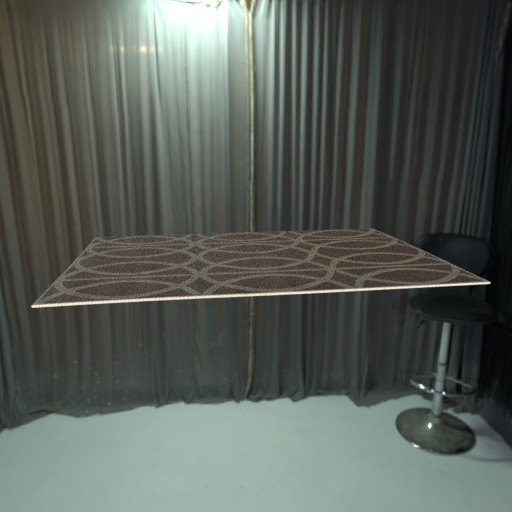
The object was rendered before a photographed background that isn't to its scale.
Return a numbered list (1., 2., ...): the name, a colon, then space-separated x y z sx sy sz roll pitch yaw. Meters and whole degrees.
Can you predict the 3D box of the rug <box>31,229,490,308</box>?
1. rug: 0.000 0.000 2.893 2.290 0.014 1.526 -2 14 -9
